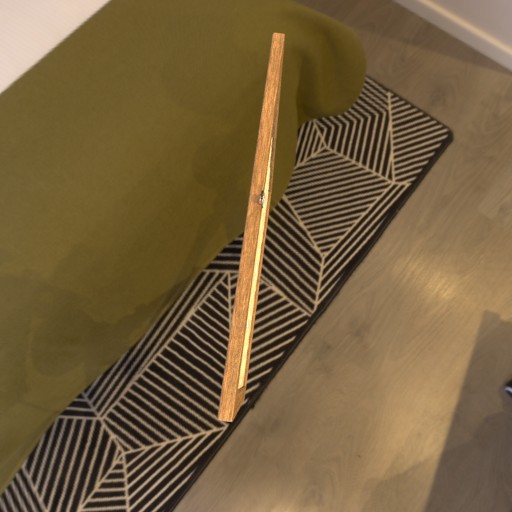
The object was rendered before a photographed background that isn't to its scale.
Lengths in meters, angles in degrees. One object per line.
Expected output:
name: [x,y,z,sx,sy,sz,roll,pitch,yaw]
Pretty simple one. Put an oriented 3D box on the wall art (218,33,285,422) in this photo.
wall art: [0.000,0.000,0.861,0.021,0.582,0.561,7,75,2]
